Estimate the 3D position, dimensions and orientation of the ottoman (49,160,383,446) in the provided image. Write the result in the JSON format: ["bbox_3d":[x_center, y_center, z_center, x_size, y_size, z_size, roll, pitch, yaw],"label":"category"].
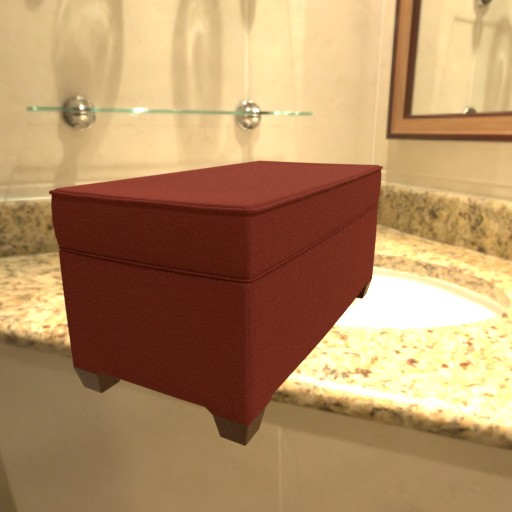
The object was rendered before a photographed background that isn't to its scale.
[{"bbox_3d":[0.000,0.000,1.239,0.497,0.454,0.948,8,18,27],"label":"ottoman"}]
